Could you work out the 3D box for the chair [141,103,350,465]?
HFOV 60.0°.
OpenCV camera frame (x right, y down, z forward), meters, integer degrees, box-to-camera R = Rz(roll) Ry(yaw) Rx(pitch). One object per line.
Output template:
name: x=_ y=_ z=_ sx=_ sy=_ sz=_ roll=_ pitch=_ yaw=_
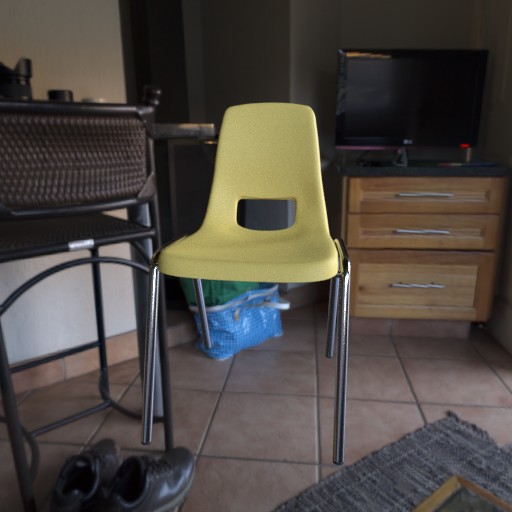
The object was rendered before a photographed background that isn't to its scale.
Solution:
chair: x=0.000 y=0.000 z=0.941 sx=0.381 sy=0.653 sz=0.436 roll=2 pitch=14 yaw=8
